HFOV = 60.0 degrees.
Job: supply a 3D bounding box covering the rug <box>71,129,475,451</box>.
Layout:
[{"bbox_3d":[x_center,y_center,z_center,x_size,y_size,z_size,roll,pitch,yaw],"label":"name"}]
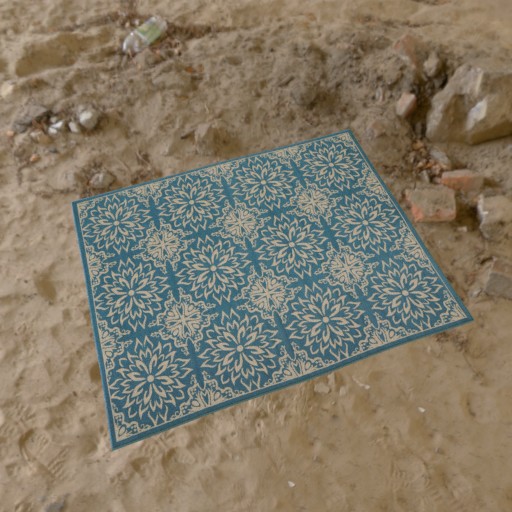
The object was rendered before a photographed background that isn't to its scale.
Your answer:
[{"bbox_3d":[0.000,0.000,3.936,2.964,0.018,2.350,-17,60,-10],"label":"rug"}]
